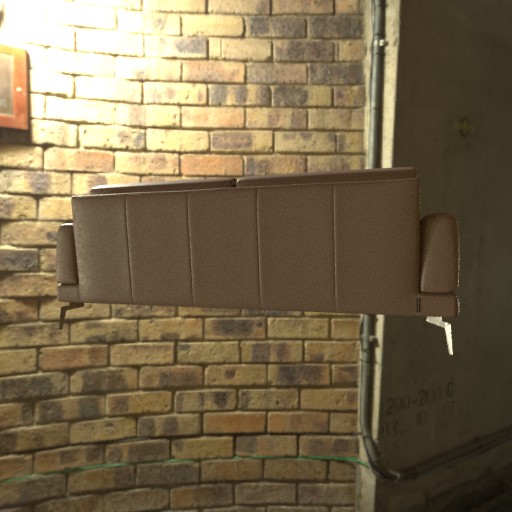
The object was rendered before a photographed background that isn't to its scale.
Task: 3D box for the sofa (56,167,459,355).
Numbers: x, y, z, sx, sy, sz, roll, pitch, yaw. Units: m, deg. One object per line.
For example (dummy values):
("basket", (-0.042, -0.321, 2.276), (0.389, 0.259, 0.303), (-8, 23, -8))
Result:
("sofa", (0.000, 0.000, 2.396), (1.940, 0.765, 0.974), (0, 0, 18))
